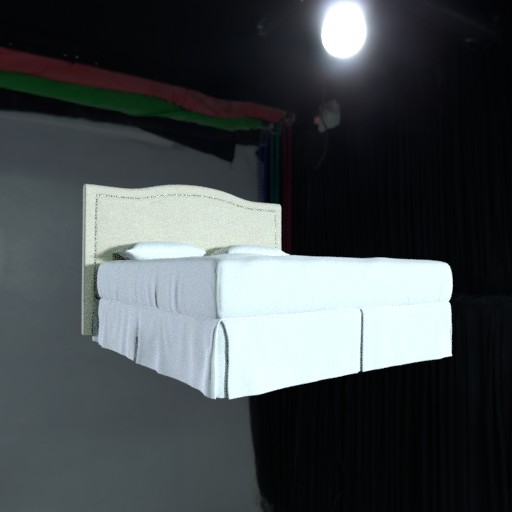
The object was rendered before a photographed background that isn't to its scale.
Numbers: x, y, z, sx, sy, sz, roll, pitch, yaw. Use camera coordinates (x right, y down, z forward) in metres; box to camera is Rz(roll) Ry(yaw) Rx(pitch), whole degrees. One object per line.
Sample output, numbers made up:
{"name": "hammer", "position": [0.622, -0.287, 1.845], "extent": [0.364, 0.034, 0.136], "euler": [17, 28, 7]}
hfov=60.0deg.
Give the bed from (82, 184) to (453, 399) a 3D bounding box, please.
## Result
{"name": "bed", "position": [0.000, 0.000, 3.452], "extent": [2.083, 1.421, 2.182], "euler": [1, -2, -35]}
